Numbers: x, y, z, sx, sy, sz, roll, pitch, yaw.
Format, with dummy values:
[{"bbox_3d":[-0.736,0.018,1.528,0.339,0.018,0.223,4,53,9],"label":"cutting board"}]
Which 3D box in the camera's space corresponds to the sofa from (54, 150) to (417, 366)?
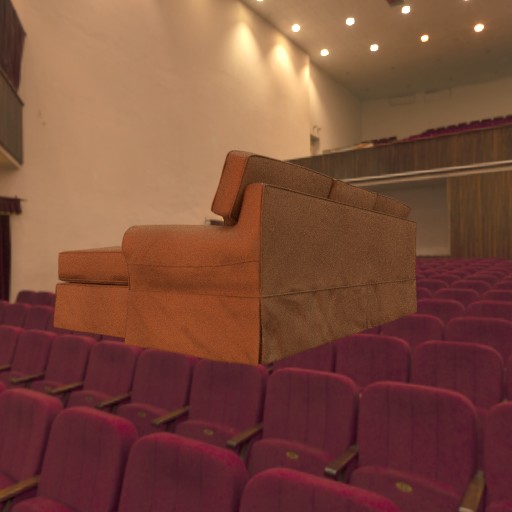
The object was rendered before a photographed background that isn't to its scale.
[{"bbox_3d":[0.000,0.000,3.342,1.733,0.978,2.475,0,-1,35],"label":"sofa"}]
